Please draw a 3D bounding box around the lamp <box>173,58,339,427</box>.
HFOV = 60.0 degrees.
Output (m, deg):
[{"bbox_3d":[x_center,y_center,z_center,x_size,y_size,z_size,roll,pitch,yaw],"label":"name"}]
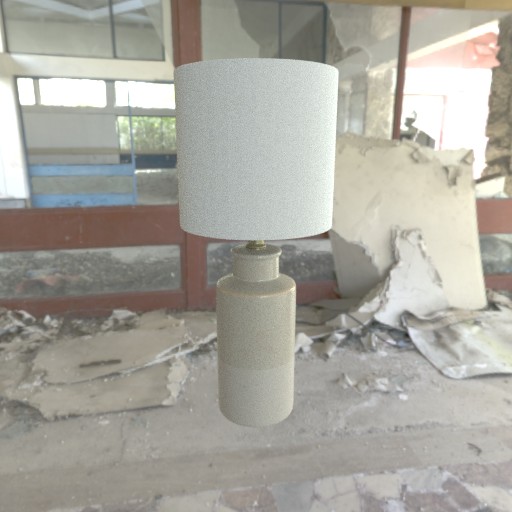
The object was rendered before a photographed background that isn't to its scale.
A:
[{"bbox_3d":[0.000,0.000,0.639,0.212,0.493,0.212,7,16,26],"label":"lamp"}]
